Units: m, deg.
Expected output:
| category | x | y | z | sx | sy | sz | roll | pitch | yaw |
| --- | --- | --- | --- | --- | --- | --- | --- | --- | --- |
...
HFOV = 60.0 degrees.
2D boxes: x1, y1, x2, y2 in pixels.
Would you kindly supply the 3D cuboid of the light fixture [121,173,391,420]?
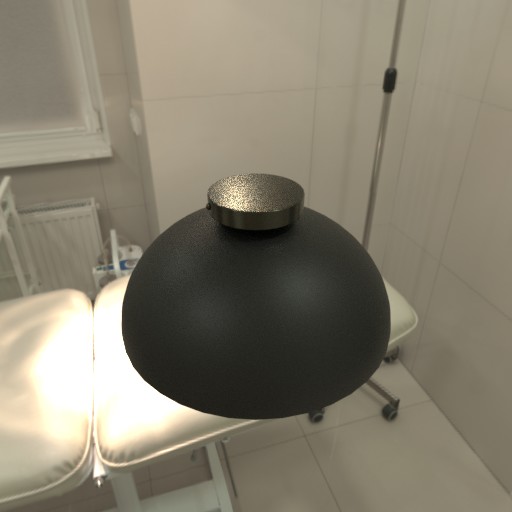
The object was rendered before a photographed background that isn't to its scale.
| category | x | y | z | sx | sy | sz | roll | pitch | yaw |
| --- | --- | --- | --- | --- | --- | --- | --- | --- | --- |
| light fixture | 0.000 | 0.000 | 0.560 | 0.355 | 0.177 | 0.355 | 0 | 32 | 0 |
